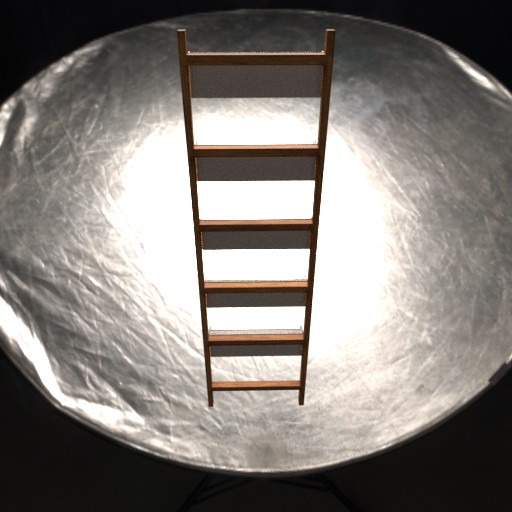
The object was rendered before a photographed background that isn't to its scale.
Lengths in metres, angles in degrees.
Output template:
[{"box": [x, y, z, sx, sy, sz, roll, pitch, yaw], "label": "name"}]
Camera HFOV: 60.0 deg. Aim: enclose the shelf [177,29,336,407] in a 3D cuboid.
[{"box": [0.000, 0.000, 1.745, 0.454, 1.600, 0.141, -1, 32, -1], "label": "shelf"}]
